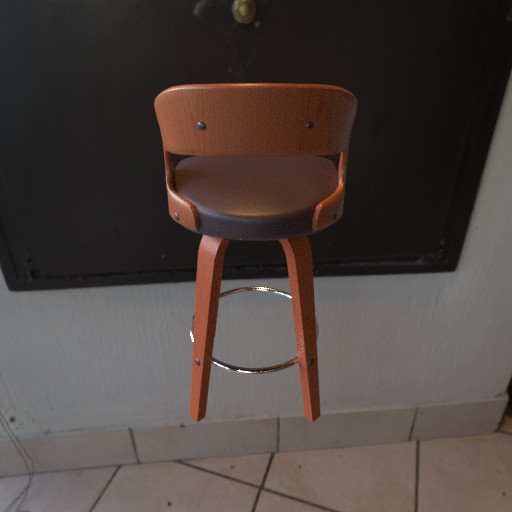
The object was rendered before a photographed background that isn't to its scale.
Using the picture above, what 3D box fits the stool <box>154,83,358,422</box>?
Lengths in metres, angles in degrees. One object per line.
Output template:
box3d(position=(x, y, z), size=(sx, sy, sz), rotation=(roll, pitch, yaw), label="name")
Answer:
box3d(position=(0.000, 0.000, 1.168), size=(0.457, 0.940, 0.457), rotation=(0, 31, 0), label="stool")
